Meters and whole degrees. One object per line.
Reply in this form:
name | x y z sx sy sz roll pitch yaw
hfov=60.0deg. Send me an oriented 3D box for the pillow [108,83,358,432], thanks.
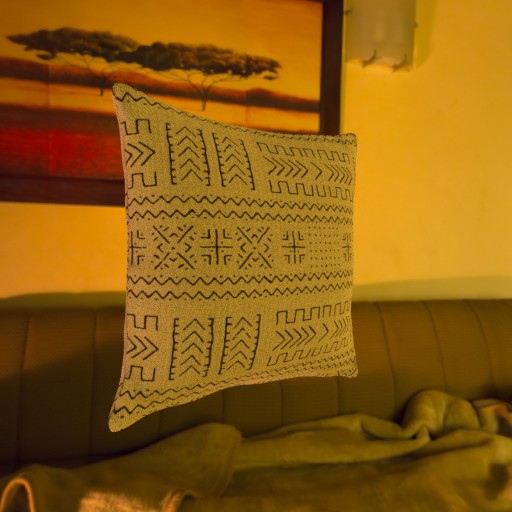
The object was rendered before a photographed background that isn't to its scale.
pillow | 0.000 0.000 0.658 0.438 0.430 0.164 0 1 -36
